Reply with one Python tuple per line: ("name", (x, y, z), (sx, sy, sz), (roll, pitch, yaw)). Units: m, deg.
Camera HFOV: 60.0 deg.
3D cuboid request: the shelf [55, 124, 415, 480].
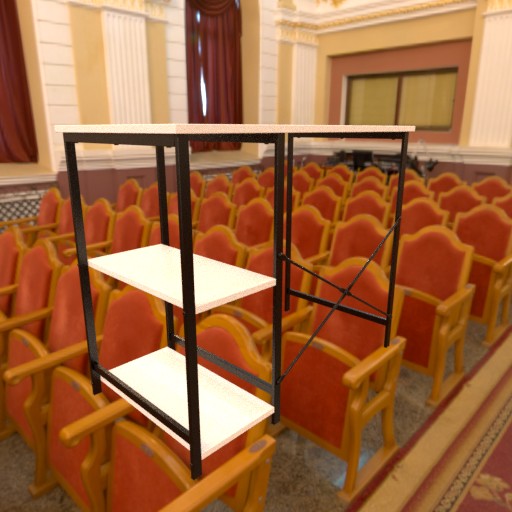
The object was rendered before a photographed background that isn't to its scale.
("shelf", (0.000, 0.000, 1.330), (0.498, 0.750, 0.902), (15, 22, 42))
